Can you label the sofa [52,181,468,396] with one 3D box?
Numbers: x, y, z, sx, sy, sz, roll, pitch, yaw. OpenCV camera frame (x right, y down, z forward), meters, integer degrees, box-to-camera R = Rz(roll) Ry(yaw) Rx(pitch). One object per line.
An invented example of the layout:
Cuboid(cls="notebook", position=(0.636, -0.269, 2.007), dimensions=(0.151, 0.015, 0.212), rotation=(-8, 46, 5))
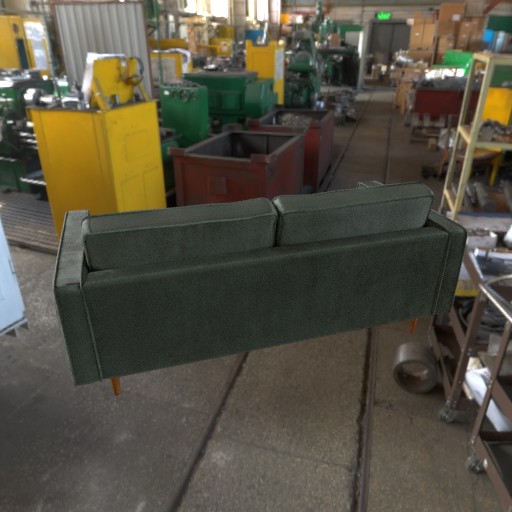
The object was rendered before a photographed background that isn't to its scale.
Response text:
Cuboid(cls="sofa", position=(0.000, 0.000, 2.253), dimensions=(1.816, 0.781, 0.886), rotation=(-8, 28, -15))
